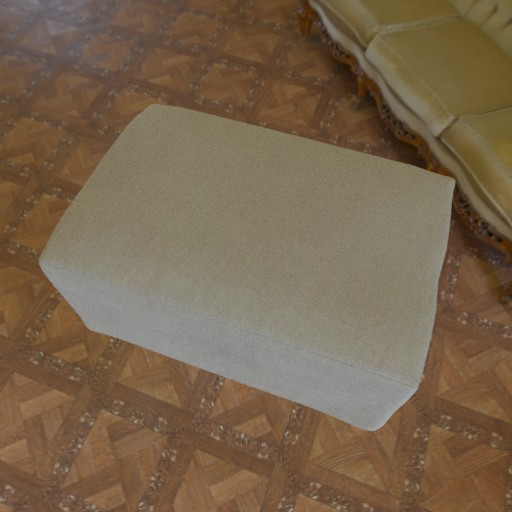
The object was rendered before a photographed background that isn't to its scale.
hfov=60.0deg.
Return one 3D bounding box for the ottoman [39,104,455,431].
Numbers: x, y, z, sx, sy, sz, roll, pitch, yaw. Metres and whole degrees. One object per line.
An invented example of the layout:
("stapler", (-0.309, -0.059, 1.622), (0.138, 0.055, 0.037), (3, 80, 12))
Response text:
("ottoman", (0.000, 0.000, 1.173), (0.872, 0.444, 0.590), (17, 61, 10))
